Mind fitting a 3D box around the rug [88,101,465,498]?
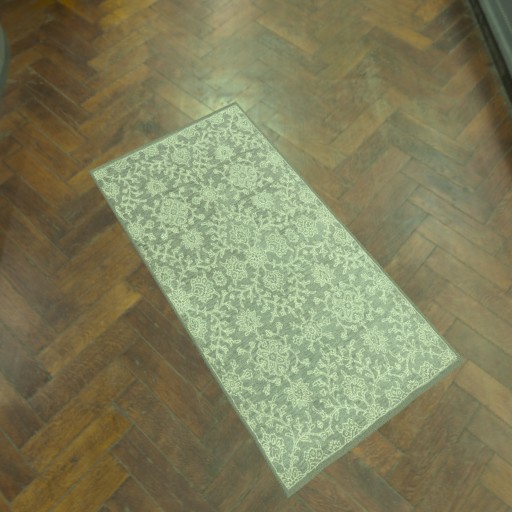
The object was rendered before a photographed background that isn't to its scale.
[{"bbox_3d":[0.000,0.000,3.537,1.546,0.011,3.048,-30,67,-15],"label":"rug"}]
